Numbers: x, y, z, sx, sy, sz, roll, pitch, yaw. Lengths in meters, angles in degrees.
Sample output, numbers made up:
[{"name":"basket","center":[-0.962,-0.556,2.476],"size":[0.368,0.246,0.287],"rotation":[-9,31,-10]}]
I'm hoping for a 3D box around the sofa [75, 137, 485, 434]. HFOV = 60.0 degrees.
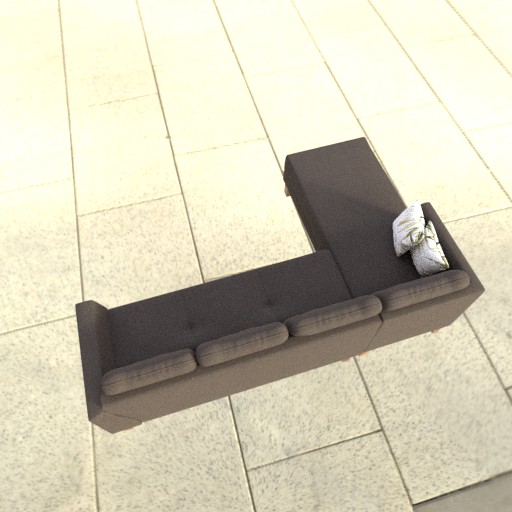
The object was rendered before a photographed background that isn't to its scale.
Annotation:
[{"name":"sofa","center":[0.000,0.000,3.470],"size":[2.679,0.932,1.829],"rotation":[-15,61,-9]}]
